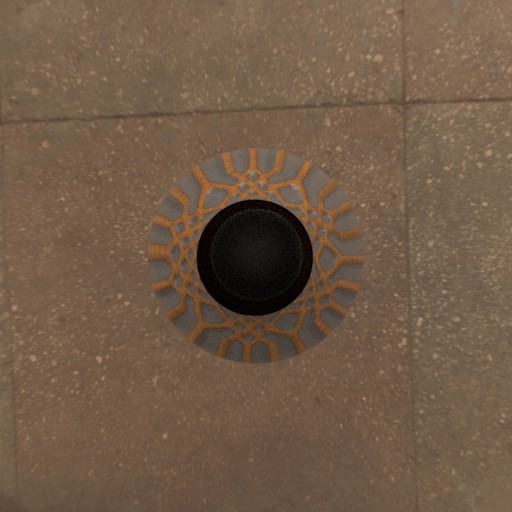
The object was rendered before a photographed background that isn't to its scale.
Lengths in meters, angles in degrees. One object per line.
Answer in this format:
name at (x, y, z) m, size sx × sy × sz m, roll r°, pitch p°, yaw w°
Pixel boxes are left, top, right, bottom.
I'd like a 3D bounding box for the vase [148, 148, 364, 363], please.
vase at (0.000, 0.000, 0.140) m, size 0.069 × 0.088 × 0.069 m, roll 0°, pitch 91°, yaw 0°
